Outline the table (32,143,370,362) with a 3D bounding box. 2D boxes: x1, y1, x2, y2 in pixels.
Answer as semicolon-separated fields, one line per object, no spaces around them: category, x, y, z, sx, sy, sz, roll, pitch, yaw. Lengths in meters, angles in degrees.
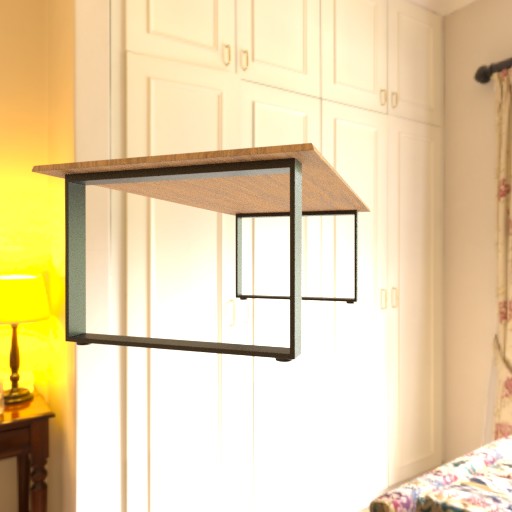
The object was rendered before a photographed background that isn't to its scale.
table;0.000;0.000;1.591;0.693;0.445;1.331;0;0;19
